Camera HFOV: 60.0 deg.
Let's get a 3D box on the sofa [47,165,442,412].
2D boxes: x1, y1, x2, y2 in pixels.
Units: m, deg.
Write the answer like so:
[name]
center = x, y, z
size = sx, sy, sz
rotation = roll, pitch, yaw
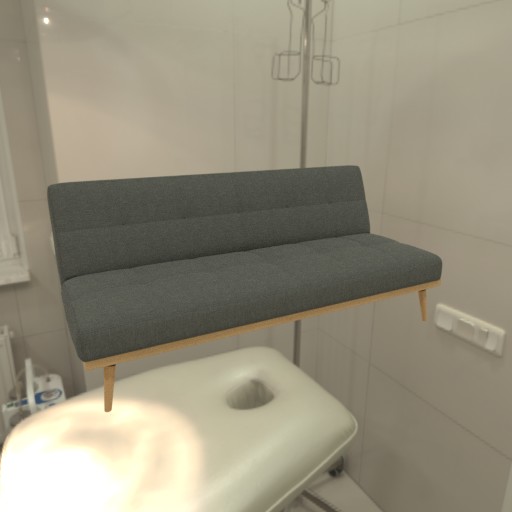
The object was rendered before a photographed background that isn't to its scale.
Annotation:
[sofa]
center = 0.000, 0.000, 2.234
size = 1.820, 0.770, 0.820
rotation = -9, 19, -27
